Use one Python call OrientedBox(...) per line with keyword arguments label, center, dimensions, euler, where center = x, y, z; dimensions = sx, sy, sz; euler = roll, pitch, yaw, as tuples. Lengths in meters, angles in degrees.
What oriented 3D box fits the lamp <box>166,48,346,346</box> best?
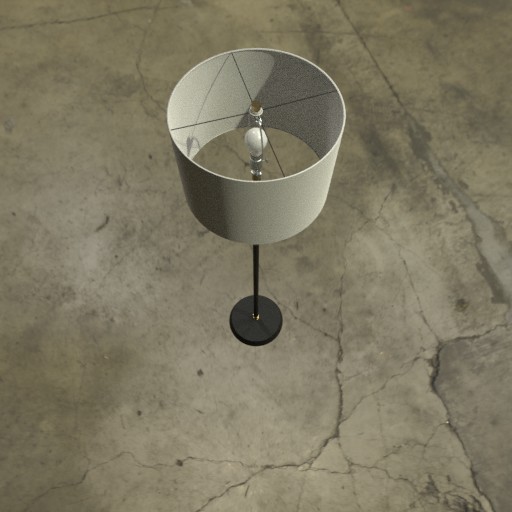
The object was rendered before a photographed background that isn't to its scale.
OrientedBox(label="lamp", center=(0.000, 0.000, 1.666), dimensions=(0.404, 1.517, 0.404), euler=(-16, 65, -8))
